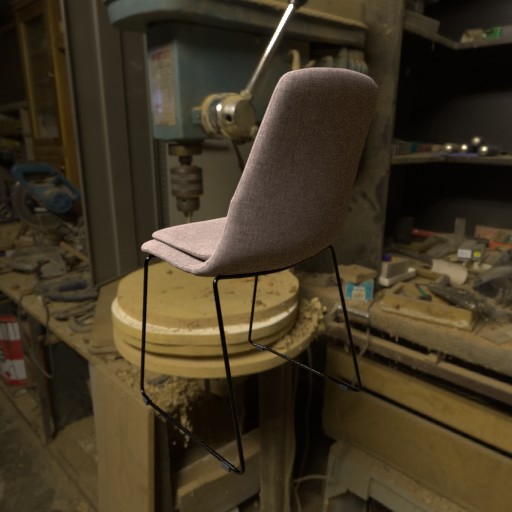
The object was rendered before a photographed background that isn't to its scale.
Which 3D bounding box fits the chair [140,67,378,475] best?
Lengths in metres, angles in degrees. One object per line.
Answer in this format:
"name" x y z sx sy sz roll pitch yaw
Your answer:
"chair" 0.000 0.000 1.151 0.479 0.858 0.518 -15 22 -42
